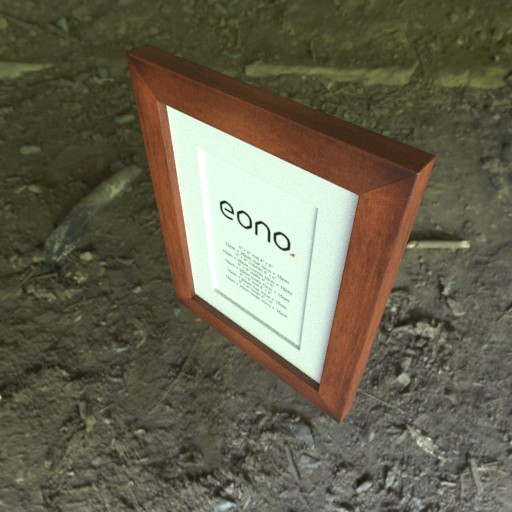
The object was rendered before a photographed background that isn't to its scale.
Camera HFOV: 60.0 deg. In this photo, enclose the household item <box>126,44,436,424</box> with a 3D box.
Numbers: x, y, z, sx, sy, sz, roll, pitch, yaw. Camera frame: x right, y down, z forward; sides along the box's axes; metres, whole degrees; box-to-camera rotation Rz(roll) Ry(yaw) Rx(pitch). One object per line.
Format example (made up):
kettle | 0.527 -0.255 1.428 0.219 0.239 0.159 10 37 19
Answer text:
household item | 0.000 0.000 0.329 0.200 0.250 0.020 32 53 27
